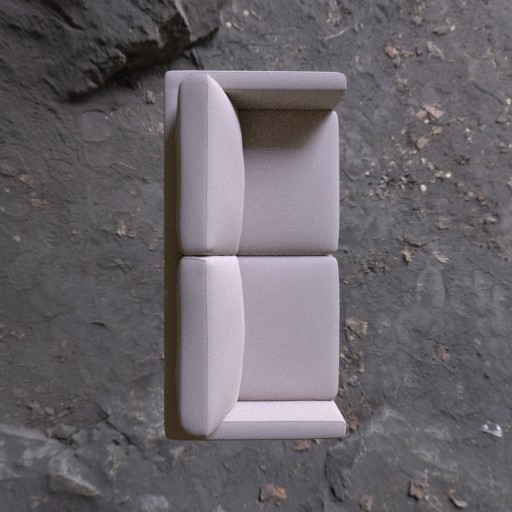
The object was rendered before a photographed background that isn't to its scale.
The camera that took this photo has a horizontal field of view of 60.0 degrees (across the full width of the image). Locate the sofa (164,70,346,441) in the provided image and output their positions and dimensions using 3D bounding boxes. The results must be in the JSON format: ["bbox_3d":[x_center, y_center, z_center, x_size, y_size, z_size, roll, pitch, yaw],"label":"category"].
[{"bbox_3d":[0.000,0.000,2.293,0.873,0.888,1.722,0,90,-1],"label":"sofa"}]
